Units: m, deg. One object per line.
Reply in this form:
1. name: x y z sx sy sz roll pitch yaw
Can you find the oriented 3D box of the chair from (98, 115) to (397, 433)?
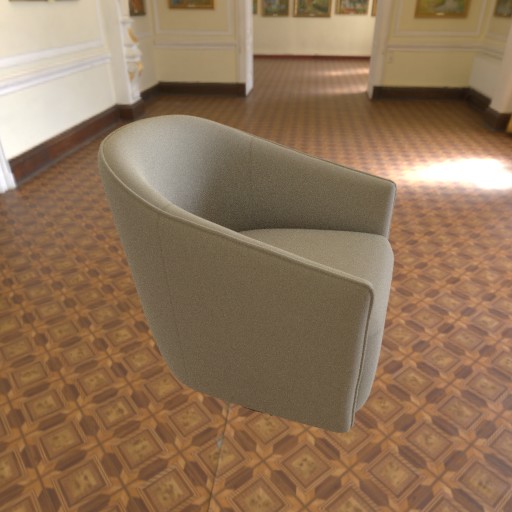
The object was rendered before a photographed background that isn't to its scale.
1. chair: 0.000 0.000 1.465 0.875 0.799 0.747 10 31 17
